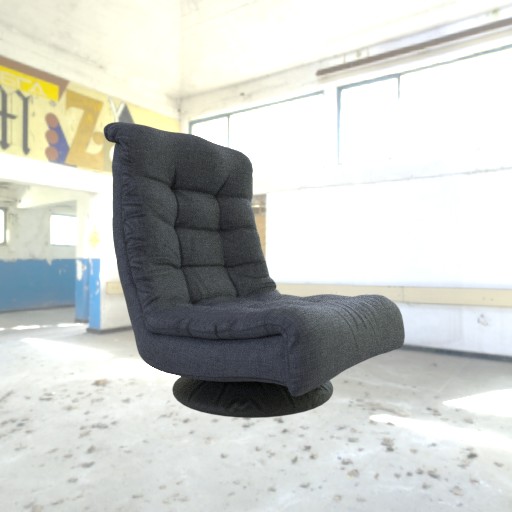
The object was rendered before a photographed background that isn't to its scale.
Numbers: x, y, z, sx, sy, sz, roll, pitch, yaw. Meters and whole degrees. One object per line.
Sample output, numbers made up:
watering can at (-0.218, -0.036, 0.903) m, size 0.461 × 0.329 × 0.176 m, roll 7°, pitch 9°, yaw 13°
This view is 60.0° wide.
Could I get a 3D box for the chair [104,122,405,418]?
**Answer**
chair at (0.000, 0.000, 1.220) m, size 0.668 × 0.749 × 0.597 m, roll 0°, pitch 0°, yaw 36°
